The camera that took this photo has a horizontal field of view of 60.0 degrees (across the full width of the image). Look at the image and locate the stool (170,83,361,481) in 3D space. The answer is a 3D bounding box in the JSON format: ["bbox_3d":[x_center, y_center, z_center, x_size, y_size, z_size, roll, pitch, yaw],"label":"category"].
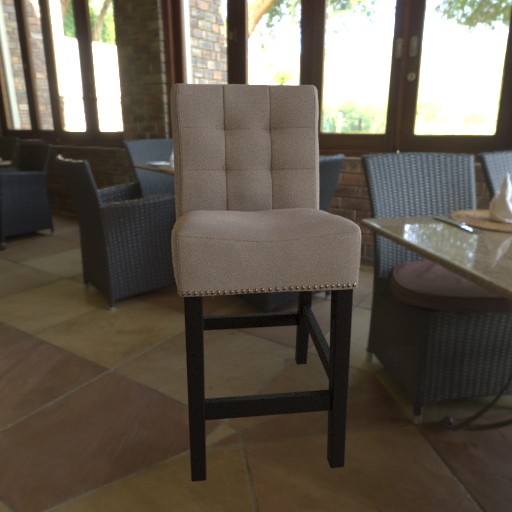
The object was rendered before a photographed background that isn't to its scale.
[{"bbox_3d":[0.000,0.000,1.165,0.427,0.885,0.571,-2,17,-7],"label":"stool"}]
